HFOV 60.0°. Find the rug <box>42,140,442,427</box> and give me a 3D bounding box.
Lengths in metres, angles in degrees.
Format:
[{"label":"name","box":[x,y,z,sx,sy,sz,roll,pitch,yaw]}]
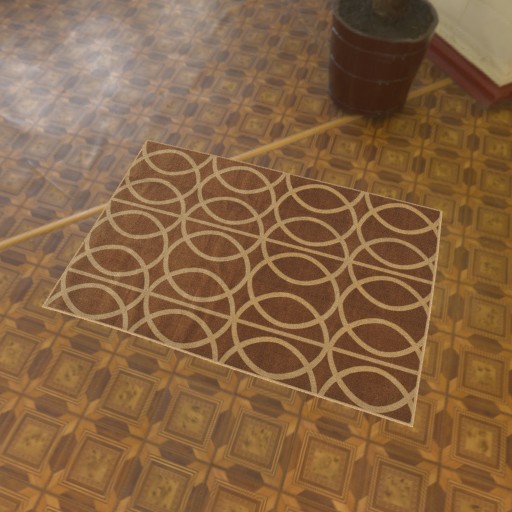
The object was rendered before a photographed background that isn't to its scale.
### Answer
[{"label":"rug","box":[0.000,0.000,2.935,2.294,0.014,1.528,15,60,9]}]
